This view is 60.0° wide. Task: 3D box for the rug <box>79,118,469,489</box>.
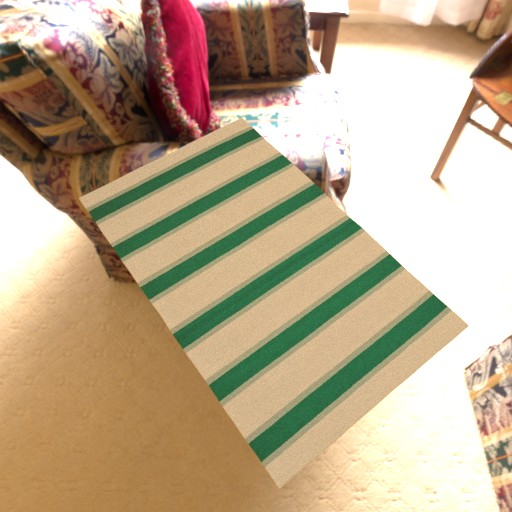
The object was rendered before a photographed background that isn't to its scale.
[{"bbox_3d":[0.000,0.000,3.060,1.521,0.015,2.436,-32,63,-19],"label":"rug"}]
